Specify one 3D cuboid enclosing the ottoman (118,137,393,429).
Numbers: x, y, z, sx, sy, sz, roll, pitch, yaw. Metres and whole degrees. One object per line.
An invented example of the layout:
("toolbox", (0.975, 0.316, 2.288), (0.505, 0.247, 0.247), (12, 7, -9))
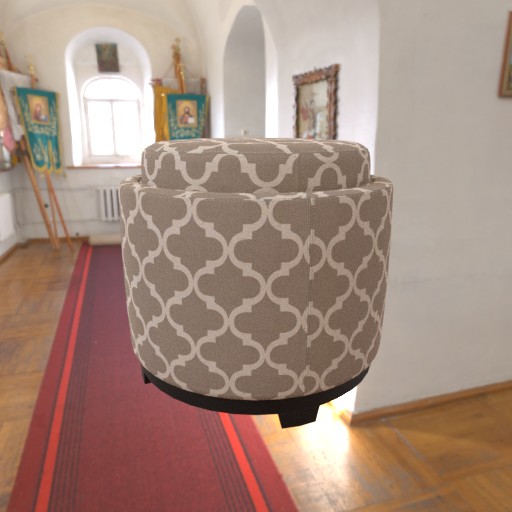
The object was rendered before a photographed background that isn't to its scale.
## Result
("ottoman", (0.000, 0.000, 0.835), (0.480, 0.429, 0.480), (0, 16, 0))
